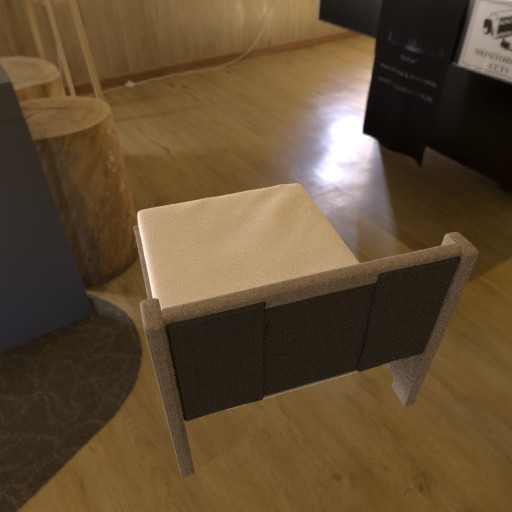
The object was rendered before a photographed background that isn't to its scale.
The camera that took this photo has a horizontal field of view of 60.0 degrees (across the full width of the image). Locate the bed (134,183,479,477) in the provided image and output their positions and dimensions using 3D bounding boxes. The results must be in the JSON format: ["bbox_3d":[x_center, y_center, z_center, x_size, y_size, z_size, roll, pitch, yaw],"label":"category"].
[{"bbox_3d":[0.000,0.000,3.359,1.714,1.476,2.245,-12,42,-13],"label":"bed"}]
